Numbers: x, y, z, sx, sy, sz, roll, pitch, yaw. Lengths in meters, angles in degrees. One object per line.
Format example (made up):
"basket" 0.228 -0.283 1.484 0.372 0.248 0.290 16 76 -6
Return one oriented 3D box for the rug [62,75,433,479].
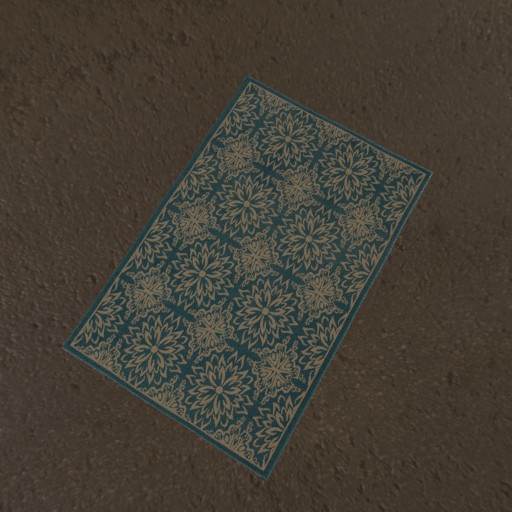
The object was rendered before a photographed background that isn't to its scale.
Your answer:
"rug" 0.000 0.000 2.365 1.211 0.012 1.833 30 78 7
